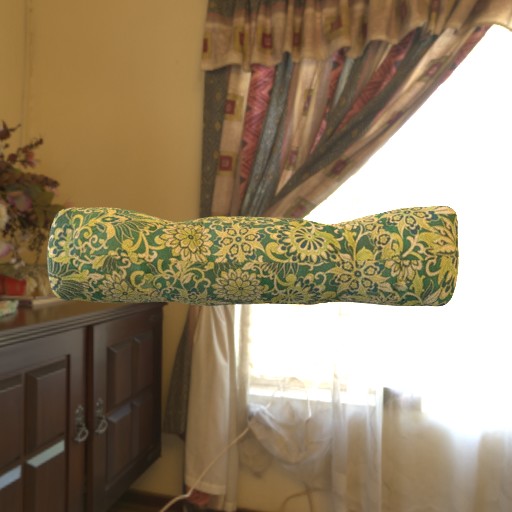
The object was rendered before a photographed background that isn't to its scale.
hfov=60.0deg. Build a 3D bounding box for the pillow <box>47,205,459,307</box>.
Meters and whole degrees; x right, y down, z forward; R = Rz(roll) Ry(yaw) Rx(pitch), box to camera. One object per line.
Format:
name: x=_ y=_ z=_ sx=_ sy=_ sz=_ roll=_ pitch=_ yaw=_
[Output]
pillow: x=0.000 y=0.000 z=0.727 sx=0.490 sy=0.128 sz=0.468 roll=0 pitch=1 yaw=0
